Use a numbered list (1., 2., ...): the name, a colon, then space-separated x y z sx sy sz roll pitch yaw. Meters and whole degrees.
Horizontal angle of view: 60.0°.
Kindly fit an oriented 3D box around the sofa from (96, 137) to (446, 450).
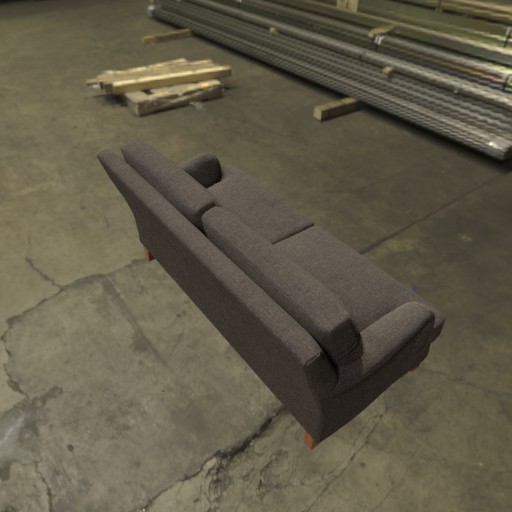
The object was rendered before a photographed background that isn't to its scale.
1. sofa: 0.000 0.000 2.835 1.087 1.054 2.160 -26 47 -27
